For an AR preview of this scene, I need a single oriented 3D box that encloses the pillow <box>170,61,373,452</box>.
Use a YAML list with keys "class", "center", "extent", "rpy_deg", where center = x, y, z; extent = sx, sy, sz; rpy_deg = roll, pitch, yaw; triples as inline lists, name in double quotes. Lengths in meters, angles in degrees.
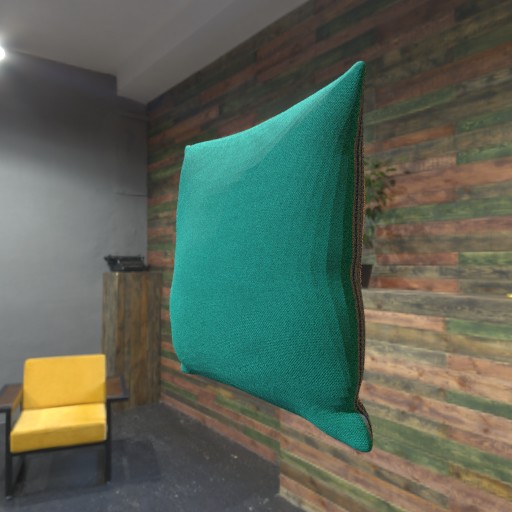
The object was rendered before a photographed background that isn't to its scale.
- class: "pillow"
  center: [0.000, 0.000, 0.668]
  extent: [0.182, 0.441, 0.440]
  rpy_deg: [1, -2, -37]
